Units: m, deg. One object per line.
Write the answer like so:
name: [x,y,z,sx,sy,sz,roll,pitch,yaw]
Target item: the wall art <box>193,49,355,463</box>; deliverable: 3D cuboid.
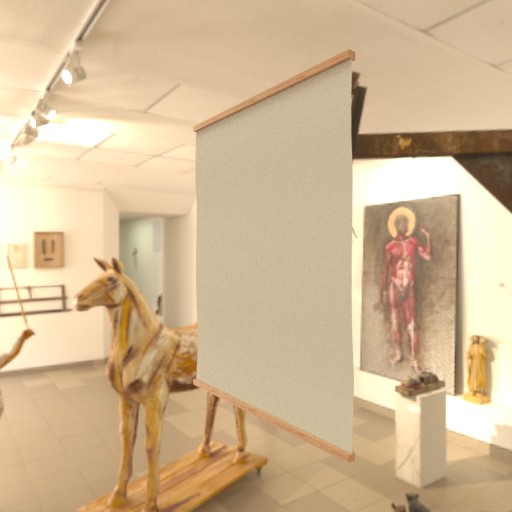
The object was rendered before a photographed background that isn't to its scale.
wall art: [0.000,0.000,0.712,0.013,0.508,0.406,0,0,-36]
